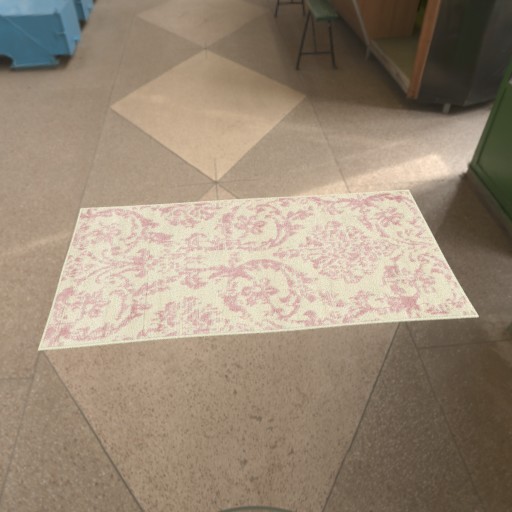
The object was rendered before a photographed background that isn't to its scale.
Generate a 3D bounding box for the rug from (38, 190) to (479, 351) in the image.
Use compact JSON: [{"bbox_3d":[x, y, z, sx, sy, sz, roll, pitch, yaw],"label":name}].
[{"bbox_3d":[0.000,0.000,1.428,1.219,0.007,0.604,-4,45,-4],"label":"rug"}]
